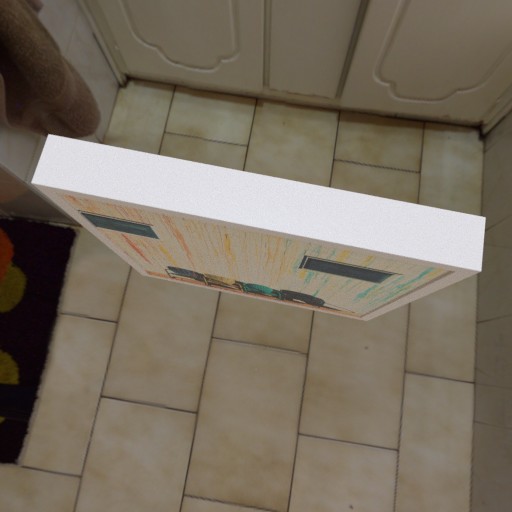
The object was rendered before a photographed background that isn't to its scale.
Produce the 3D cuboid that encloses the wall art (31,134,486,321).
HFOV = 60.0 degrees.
[{"bbox_3d":[0.000,0.000,0.446,0.305,0.305,0.038,11,76,3],"label":"wall art"}]
